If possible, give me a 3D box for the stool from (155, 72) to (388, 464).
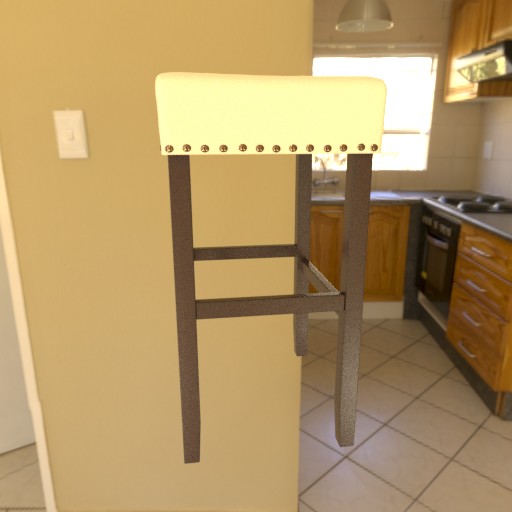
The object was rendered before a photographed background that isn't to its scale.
[{"bbox_3d":[0.000,0.000,1.054,0.401,0.762,0.471,-2,16,-8],"label":"stool"}]
